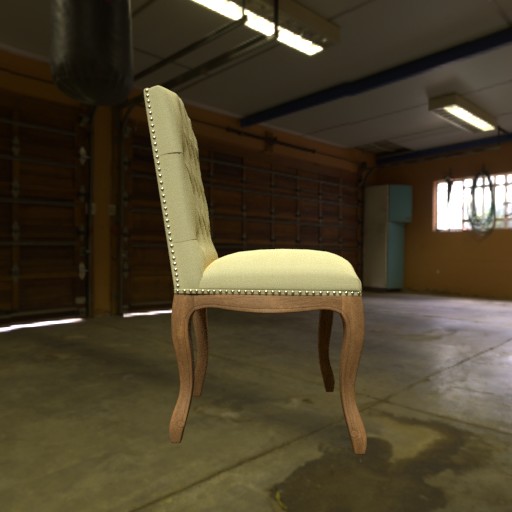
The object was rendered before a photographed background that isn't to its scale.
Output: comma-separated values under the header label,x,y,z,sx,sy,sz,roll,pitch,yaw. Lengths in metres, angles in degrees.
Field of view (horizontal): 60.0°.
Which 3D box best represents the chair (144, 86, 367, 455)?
label,x,y,z,sx,sy,sz,roll,pitch,yaw
chair,0.000,0.000,1.612,0.715,1.165,0.623,0,0,1
